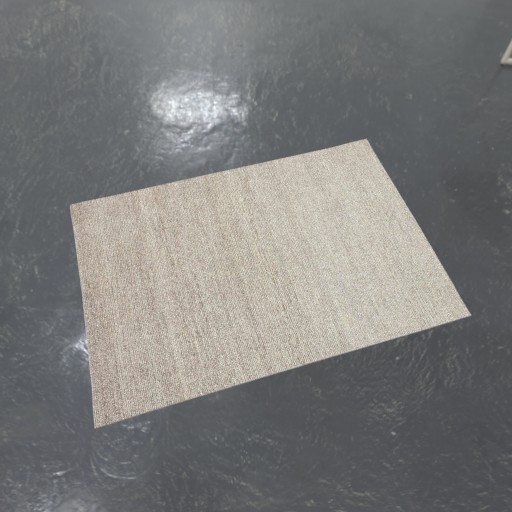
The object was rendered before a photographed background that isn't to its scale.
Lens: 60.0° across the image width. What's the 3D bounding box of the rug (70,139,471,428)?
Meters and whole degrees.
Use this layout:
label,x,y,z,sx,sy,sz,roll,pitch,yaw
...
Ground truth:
label,x,y,z,sx,sy,sz,roll,pitch,yaw
rug,0.000,0.000,2.988,2.342,0.030,1.609,-14,60,-8
